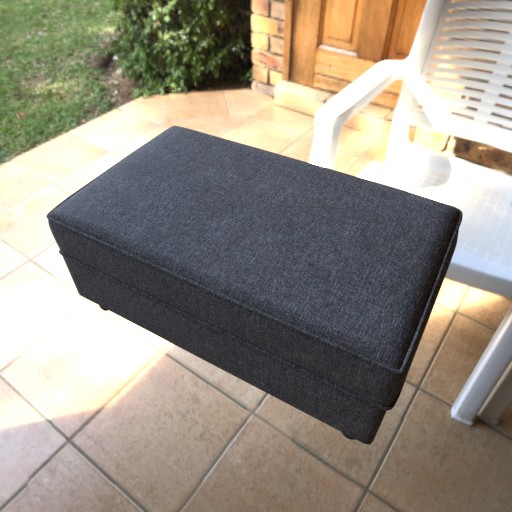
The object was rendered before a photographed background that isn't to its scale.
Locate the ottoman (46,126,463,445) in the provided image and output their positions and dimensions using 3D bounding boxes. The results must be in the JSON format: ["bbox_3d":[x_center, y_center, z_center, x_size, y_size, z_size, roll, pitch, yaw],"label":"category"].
[{"bbox_3d":[0.000,0.000,1.550,1.184,0.487,0.717,22,49,21],"label":"ottoman"}]
